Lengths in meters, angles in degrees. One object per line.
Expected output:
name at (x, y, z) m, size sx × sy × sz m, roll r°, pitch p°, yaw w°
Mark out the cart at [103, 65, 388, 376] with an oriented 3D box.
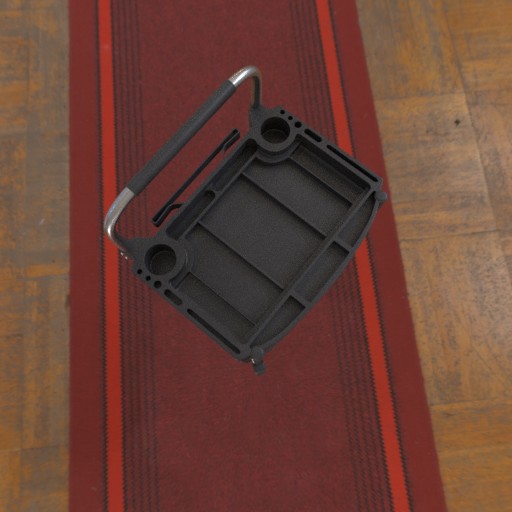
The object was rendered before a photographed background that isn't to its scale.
cart at (0.000, 0.000, 1.398) m, size 0.518 × 1.075 × 0.584 m, roll 38°, pitch 79°, yaw 9°
